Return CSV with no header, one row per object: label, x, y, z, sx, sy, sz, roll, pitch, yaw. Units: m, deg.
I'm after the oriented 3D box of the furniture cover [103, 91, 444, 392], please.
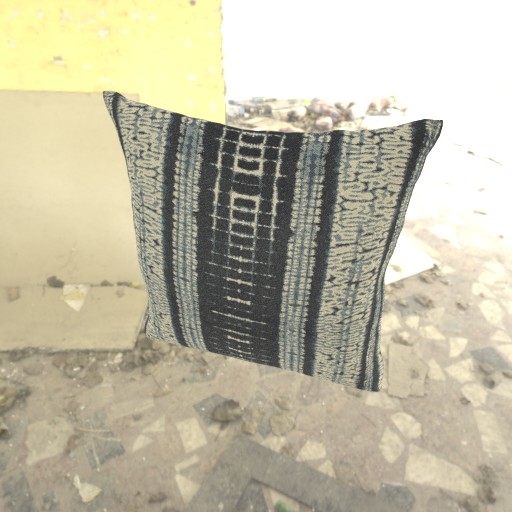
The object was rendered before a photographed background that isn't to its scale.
furniture cover,0.000,0.000,0.647,0.425,0.435,0.133,10,34,15
